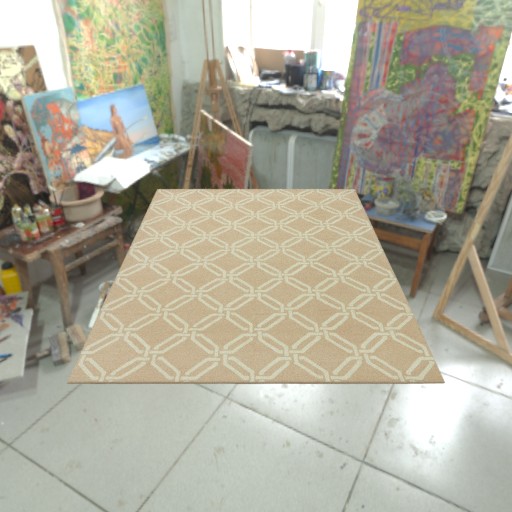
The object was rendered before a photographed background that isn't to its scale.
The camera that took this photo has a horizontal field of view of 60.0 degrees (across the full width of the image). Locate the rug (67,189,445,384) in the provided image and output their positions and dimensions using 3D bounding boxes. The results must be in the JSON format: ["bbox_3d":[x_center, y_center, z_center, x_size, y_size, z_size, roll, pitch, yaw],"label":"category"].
[{"bbox_3d":[0.000,0.000,3.899,2.288,0.018,2.895,0,32,0],"label":"rug"}]
